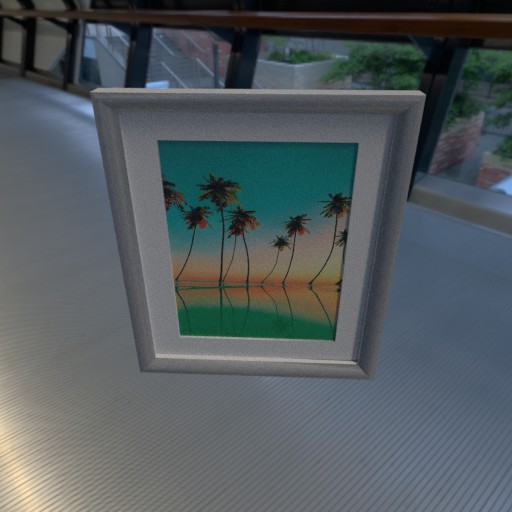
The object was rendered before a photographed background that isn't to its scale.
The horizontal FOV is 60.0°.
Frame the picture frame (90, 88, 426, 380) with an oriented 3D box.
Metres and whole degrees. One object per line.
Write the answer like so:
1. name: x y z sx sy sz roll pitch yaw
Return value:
1. picture frame: 0.000 0.000 0.535 0.327 0.378 0.027 1 31 2
